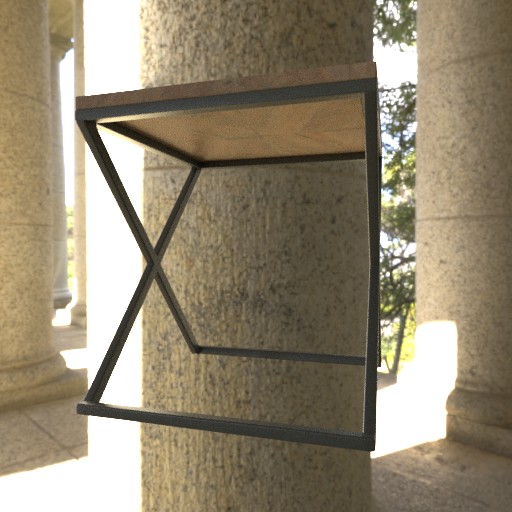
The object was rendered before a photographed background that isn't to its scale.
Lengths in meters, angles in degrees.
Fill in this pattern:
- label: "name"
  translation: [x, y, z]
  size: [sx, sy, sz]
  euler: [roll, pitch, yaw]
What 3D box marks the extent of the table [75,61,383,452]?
- label: "table"
  translation: [0.000, 0.000, 0.924]
  size: [0.499, 0.550, 0.498]
  euler: [0, 1, 17]
